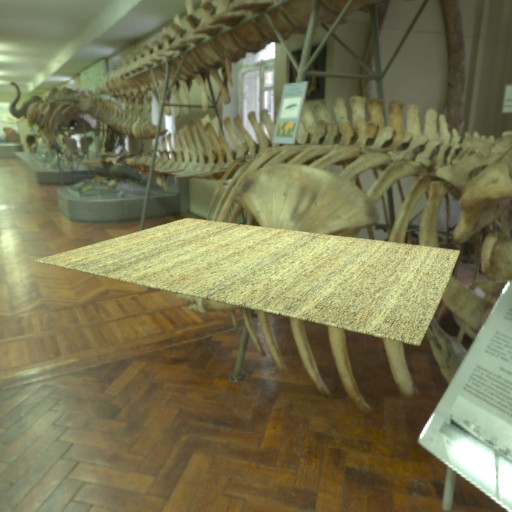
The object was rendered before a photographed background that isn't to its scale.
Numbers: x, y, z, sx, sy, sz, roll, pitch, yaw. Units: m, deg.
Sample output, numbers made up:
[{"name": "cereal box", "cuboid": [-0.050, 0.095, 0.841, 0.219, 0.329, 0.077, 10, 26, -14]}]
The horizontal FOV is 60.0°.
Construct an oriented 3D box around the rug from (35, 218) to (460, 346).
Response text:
[{"name": "rug", "cuboid": [0.000, 0.000, 2.307, 1.846, 0.014, 1.243, 9, 18, 28]}]
